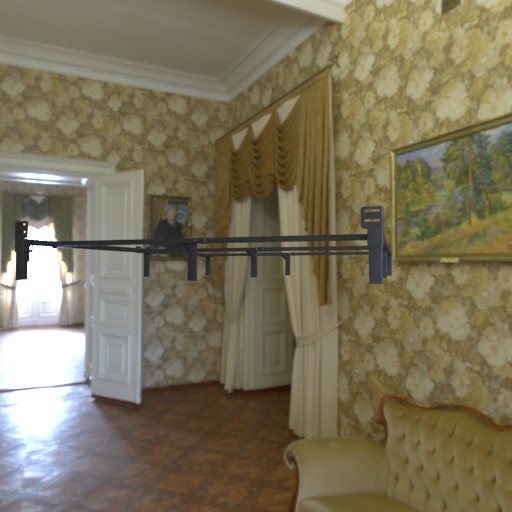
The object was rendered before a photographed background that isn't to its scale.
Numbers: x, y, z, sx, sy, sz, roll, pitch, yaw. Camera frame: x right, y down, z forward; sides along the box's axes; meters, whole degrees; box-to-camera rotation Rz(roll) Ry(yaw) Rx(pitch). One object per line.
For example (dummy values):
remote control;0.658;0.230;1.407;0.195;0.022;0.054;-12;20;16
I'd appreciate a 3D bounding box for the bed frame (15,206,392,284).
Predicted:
bed frame;0.000;0.000;2.580;1.498;0.248;1.990;-1;-2;18
